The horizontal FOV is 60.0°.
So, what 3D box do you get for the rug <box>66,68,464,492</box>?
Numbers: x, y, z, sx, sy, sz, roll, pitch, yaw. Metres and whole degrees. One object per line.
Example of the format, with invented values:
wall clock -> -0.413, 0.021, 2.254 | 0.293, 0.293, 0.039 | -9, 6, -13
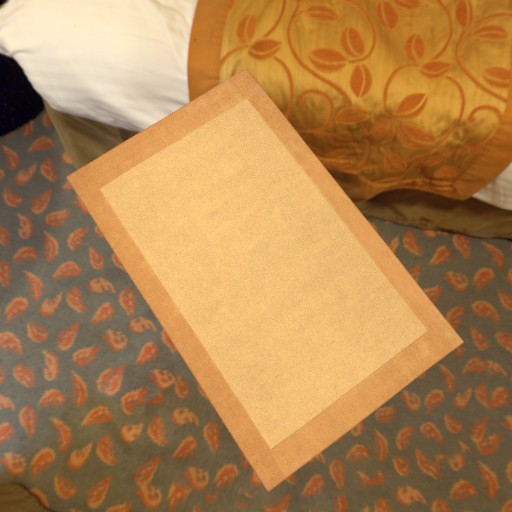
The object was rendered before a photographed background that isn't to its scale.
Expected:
rug -> 0.000, 0.000, 2.950 | 1.524, 0.014, 2.438 | -34, 79, -8
